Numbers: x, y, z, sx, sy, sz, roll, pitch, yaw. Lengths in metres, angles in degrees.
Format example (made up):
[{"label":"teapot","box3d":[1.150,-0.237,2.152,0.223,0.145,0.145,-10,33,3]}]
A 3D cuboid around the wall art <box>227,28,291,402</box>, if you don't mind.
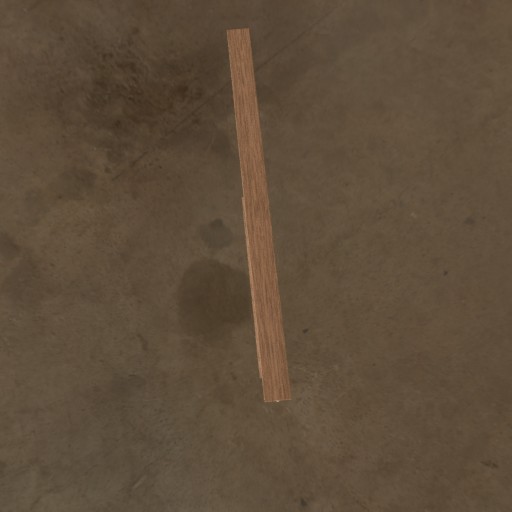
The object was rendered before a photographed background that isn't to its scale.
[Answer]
[{"label":"wall art","box3d":[0.000,0.000,0.809,0.028,0.609,0.456,-6,77,-1]}]
